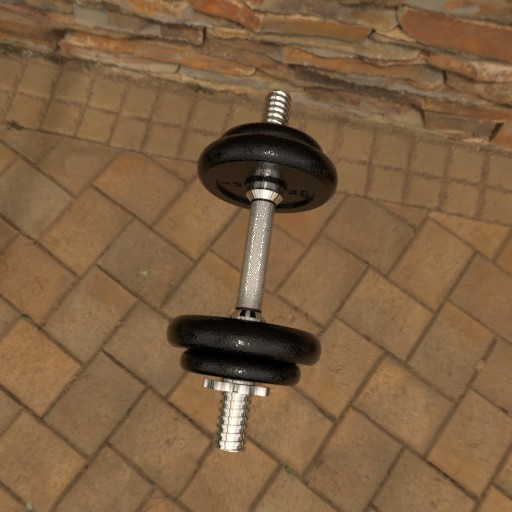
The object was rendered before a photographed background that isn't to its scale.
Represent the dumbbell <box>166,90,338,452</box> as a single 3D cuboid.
[{"bbox_3d":[0.000,0.000,0.609,0.202,0.202,0.497,7,76,2],"label":"dumbbell"}]
